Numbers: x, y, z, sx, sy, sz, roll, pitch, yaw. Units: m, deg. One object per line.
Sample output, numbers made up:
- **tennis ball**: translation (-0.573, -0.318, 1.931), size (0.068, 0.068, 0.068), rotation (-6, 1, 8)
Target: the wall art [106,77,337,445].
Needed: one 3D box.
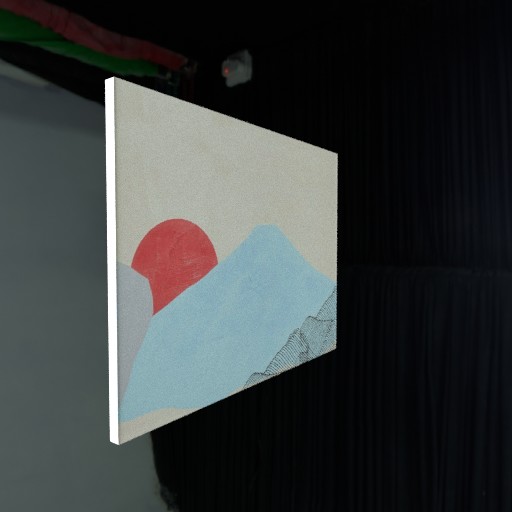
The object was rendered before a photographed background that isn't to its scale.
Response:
- **wall art**: translation (0.000, 0.000, 1.598), size (0.042, 0.912, 1.219), rotation (2, 3, 36)
